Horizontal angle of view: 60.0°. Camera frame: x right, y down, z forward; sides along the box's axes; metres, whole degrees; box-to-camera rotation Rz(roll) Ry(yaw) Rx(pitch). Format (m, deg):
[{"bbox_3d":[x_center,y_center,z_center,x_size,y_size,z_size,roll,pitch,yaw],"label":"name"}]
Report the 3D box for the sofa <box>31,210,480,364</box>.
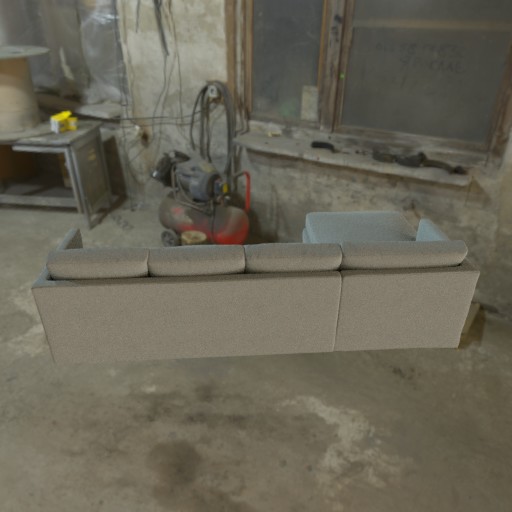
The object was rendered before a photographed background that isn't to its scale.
[{"bbox_3d":[0.000,0.000,3.948,3.205,0.922,1.650,-2,30,-3],"label":"sofa"}]
